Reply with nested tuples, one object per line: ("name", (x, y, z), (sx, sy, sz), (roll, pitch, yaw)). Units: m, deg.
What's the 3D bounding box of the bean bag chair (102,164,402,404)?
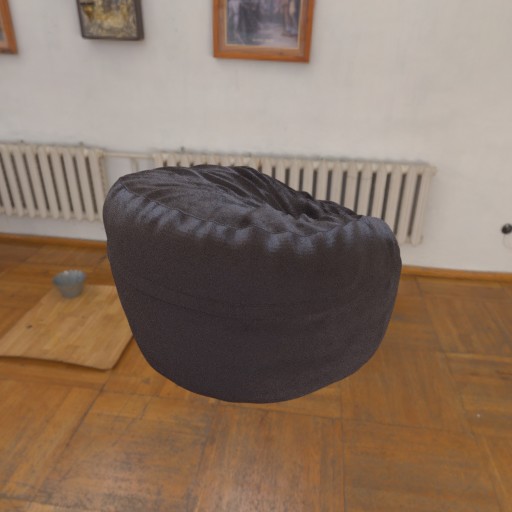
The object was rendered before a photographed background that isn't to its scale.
("bean bag chair", (0.000, 0.000, 2.038), (1.245, 0.821, 1.245), (0, 27, 0))
